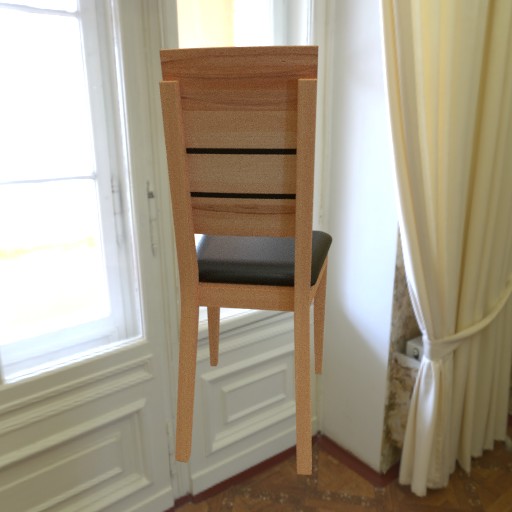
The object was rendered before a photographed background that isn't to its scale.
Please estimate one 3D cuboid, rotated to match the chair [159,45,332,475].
[{"bbox_3d":[0.000,0.000,1.173,0.410,0.940,0.520,2,16,8],"label":"chair"}]
